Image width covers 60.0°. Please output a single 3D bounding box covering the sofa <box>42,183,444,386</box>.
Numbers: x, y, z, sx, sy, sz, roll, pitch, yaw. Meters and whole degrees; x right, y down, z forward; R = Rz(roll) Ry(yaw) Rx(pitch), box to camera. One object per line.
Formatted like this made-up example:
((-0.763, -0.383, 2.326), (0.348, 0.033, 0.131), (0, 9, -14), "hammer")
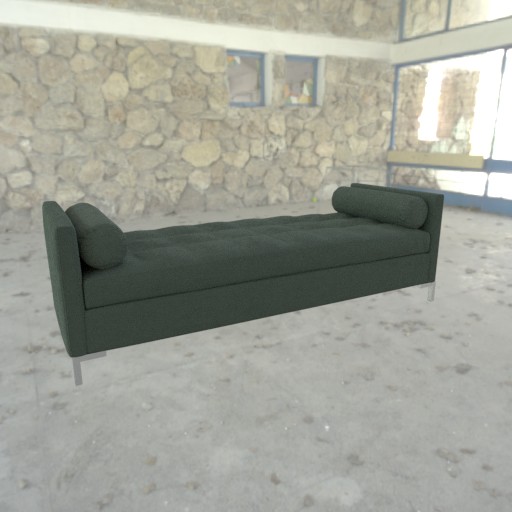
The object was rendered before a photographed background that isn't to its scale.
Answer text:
((0.000, 0.000, 2.494), (2.102, 0.657, 0.797), (-8, 17, -27), "sofa")
